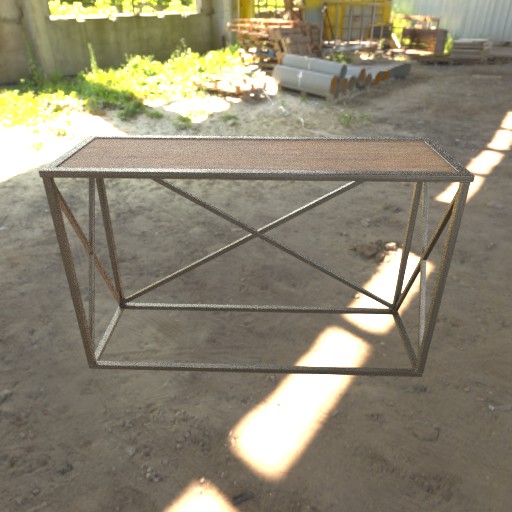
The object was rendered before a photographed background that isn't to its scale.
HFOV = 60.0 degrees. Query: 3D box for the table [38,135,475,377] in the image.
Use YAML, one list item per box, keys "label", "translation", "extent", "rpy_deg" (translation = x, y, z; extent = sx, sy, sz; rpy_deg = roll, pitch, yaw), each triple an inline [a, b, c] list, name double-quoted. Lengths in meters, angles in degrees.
- label: "table"
  translation: [0.000, 0.000, 1.590]
  extent: [1.216, 0.753, 0.402]
  rpy_deg: [1, 29, 2]
